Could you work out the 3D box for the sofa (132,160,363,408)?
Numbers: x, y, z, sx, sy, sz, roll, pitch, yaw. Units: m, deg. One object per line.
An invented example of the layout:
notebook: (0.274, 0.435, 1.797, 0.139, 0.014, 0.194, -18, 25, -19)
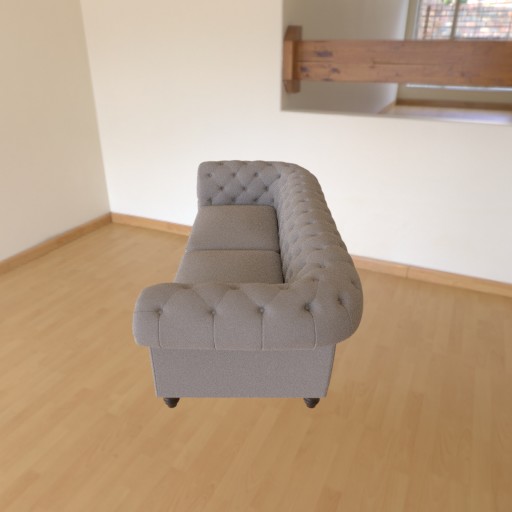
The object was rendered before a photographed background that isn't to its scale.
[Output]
sofa: (0.000, 0.000, 2.912, 0.991, 0.749, 2.411, 0, 26, 0)
